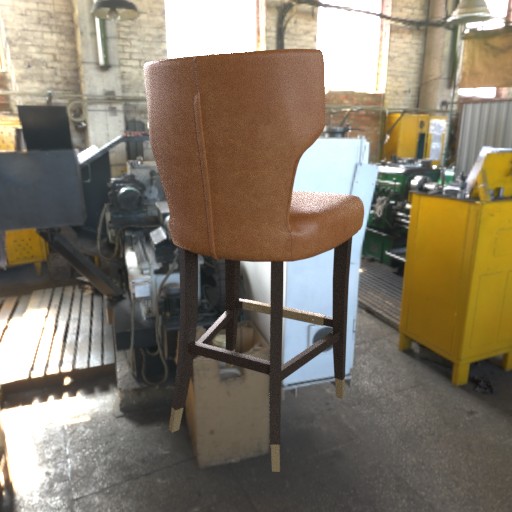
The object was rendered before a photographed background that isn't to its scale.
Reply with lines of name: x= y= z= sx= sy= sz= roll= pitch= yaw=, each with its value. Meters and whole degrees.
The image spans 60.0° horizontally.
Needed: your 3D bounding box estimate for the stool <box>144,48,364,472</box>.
stool: x=0.000 y=0.000 z=1.365 sx=0.526 sy=1.092 sz=0.563 roll=8 pitch=18 yaw=27
